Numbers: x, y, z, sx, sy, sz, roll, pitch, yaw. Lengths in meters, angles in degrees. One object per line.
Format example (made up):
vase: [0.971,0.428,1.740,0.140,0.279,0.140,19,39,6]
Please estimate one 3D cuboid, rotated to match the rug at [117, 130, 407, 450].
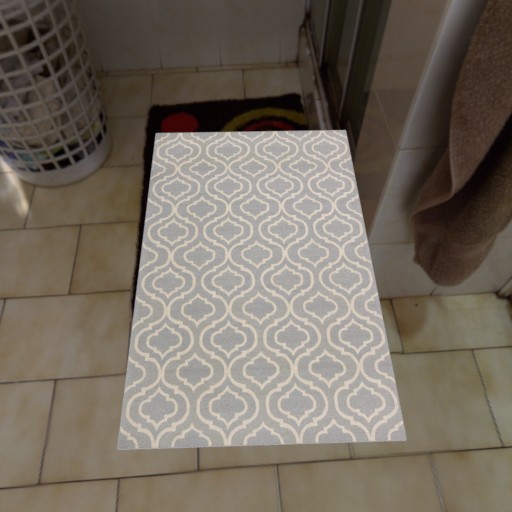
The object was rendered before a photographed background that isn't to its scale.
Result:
rug: [0.000,0.000,2.201,1.141,0.015,1.749,-2,58,-1]
